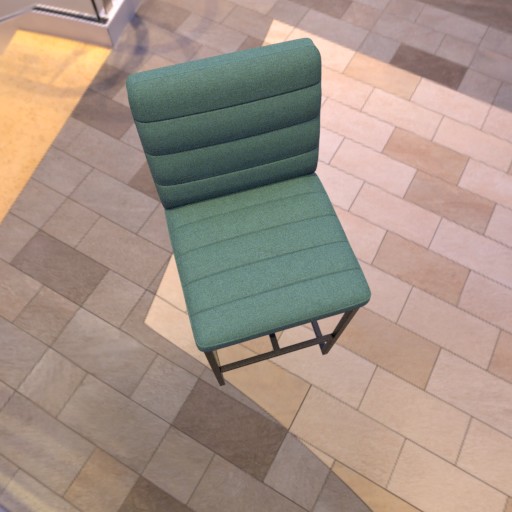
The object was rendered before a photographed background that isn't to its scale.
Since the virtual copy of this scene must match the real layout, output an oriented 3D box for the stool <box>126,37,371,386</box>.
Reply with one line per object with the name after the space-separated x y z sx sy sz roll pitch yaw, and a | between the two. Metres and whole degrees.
0.000 0.000 1.352 0.460 1.040 0.560 -15 66 -7 | stool
